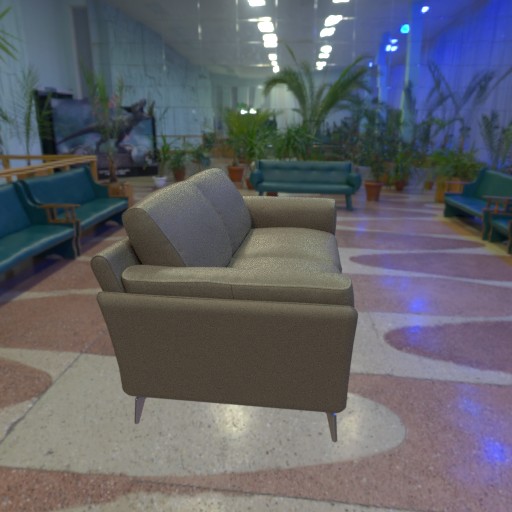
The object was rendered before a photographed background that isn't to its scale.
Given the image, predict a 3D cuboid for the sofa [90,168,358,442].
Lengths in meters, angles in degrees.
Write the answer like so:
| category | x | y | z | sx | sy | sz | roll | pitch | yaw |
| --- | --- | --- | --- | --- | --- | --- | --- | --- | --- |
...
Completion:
| category | x | y | z | sx | sy | sz | roll | pitch | yaw |
| --- | --- | --- | --- | --- | --- | --- | --- | --- | --- |
| sofa | 0.000 | 0.000 | 2.685 | 1.049 | 0.930 | 2.101 | 2 | 17 | 7 |
